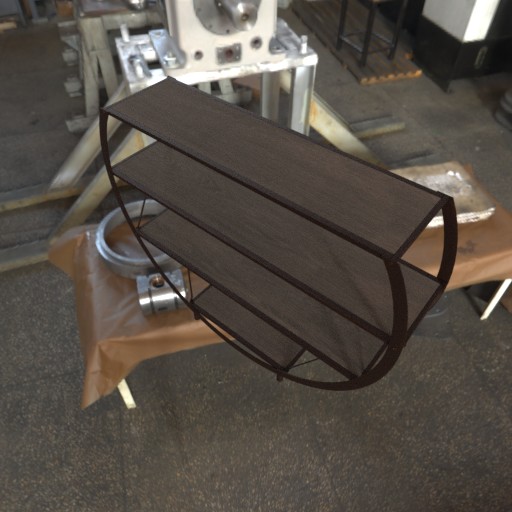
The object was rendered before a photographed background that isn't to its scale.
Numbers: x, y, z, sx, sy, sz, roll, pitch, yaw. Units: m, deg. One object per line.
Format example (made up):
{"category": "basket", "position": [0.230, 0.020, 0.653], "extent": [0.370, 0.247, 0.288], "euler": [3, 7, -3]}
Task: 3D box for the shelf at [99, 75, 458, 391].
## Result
{"category": "shelf", "position": [0.000, 0.000, 1.858], "extent": [1.403, 1.063, 0.344], "euler": [31, 55, 26]}
